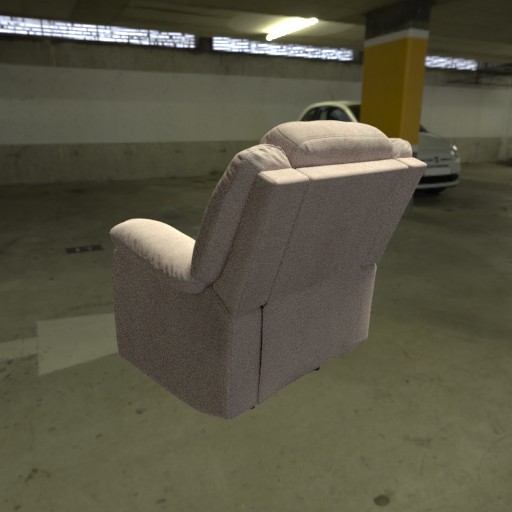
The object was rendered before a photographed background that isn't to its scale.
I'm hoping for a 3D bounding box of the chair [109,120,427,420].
[{"bbox_3d":[0.000,0.000,1.733,0.899,1.008,0.944,-15,22,-42],"label":"chair"}]
